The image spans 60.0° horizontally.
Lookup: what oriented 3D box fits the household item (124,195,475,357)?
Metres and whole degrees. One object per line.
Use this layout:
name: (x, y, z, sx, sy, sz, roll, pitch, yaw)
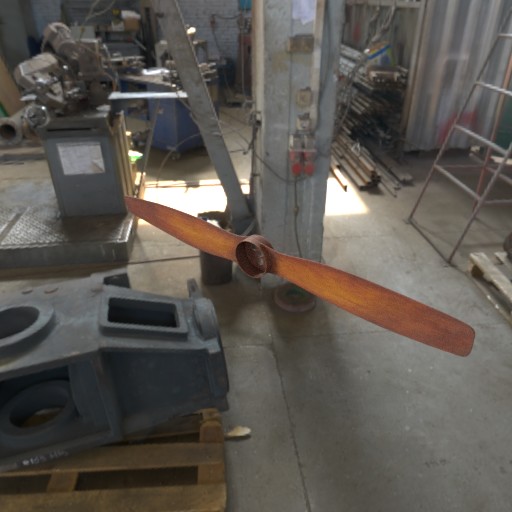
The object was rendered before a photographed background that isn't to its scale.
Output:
household item: (0.000, 0.000, 1.257, 1.181, 0.121, 0.051, 22, 37, 33)
